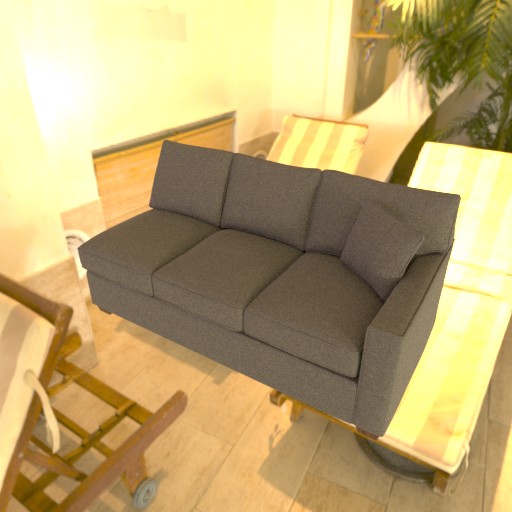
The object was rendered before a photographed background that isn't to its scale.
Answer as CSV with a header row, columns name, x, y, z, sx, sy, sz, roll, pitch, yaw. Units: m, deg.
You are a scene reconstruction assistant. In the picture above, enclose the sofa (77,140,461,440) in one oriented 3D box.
name,x,y,z,sx,sy,sz,roll,pitch,yaw
sofa,0.000,0.000,2.581,1.963,0.946,1.034,17,34,28
